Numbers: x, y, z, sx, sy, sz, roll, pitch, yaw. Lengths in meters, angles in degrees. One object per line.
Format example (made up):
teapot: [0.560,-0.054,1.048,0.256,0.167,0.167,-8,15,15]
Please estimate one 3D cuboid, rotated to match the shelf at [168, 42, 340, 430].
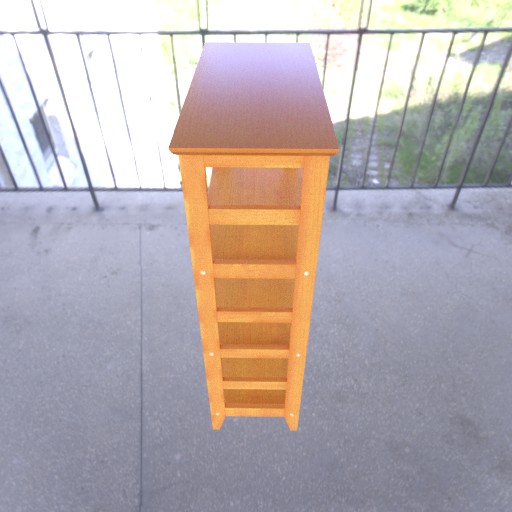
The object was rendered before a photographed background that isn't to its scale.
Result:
shelf: [0.000,0.000,1.383,0.305,1.067,0.660,0,41,1]
